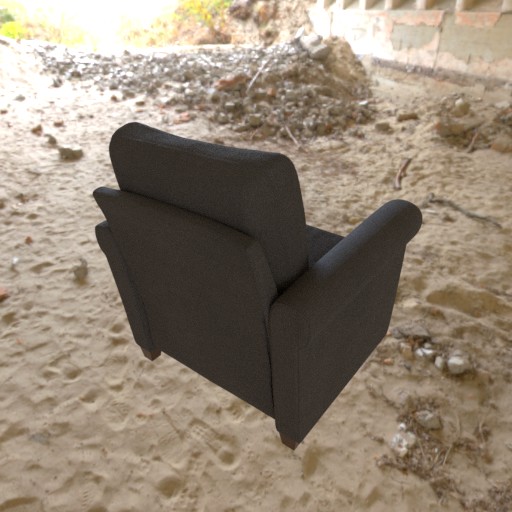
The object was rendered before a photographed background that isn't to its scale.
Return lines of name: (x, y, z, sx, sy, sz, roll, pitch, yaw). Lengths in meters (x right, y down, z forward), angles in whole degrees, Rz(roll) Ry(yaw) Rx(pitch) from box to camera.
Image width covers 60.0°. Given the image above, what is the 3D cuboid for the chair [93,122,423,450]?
chair: (0.000, 0.000, 1.571, 0.867, 0.942, 0.828, 20, 35, 32)
